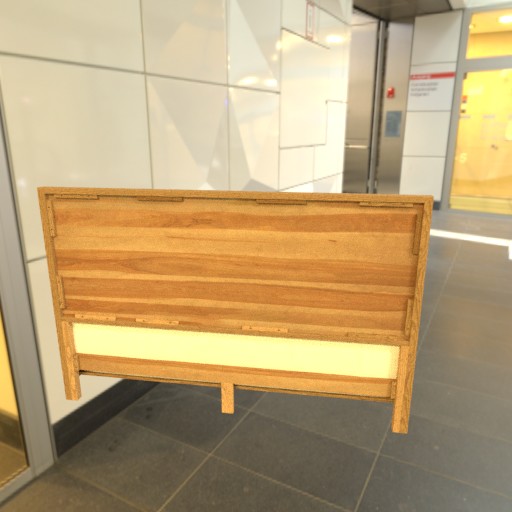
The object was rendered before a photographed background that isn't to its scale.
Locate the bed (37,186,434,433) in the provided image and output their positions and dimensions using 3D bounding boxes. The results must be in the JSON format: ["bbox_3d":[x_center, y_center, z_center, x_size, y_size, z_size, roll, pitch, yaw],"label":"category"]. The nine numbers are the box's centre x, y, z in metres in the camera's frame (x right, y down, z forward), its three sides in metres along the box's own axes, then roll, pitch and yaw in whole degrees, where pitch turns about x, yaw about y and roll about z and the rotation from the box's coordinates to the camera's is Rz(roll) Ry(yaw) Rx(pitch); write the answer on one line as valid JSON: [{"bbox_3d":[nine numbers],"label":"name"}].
[{"bbox_3d":[0.000,0.000,3.418,2.013,1.295,2.184,3,16,9],"label":"bed"}]
